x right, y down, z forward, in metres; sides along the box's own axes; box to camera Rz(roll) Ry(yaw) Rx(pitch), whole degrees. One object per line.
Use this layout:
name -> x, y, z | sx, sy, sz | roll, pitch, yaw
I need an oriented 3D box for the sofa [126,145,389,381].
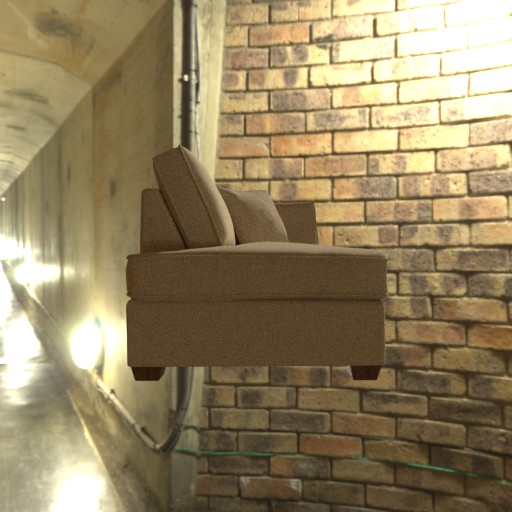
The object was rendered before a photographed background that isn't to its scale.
sofa -> 0.000, 0.000, 2.889 | 1.110, 1.033, 2.237 | 0, 0, 0
